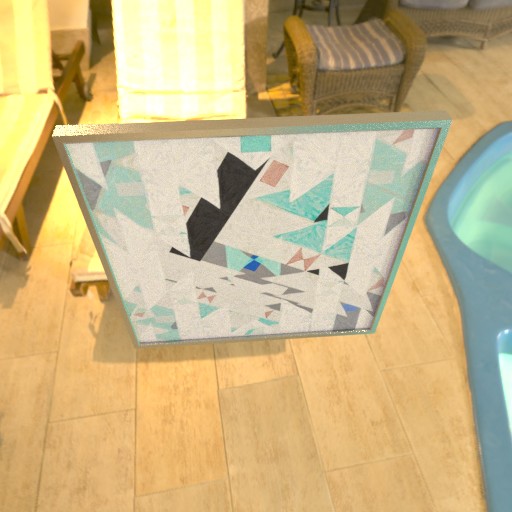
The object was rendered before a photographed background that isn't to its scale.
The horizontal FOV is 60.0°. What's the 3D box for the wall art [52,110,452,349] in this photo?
[{"bbox_3d":[0.000,0.000,1.201,0.806,0.806,0.038,-3,48,-3],"label":"wall art"}]
